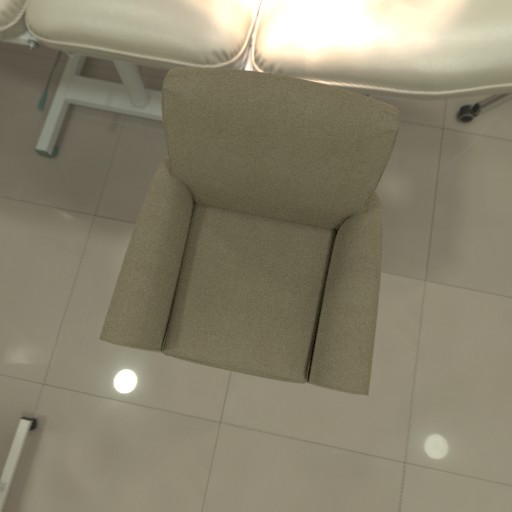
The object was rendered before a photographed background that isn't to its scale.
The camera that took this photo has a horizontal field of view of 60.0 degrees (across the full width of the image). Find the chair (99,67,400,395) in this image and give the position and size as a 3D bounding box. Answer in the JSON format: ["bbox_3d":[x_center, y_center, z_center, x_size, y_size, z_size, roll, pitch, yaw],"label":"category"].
[{"bbox_3d":[0.000,0.000,1.736,0.978,1.061,0.905,11,76,3],"label":"chair"}]
